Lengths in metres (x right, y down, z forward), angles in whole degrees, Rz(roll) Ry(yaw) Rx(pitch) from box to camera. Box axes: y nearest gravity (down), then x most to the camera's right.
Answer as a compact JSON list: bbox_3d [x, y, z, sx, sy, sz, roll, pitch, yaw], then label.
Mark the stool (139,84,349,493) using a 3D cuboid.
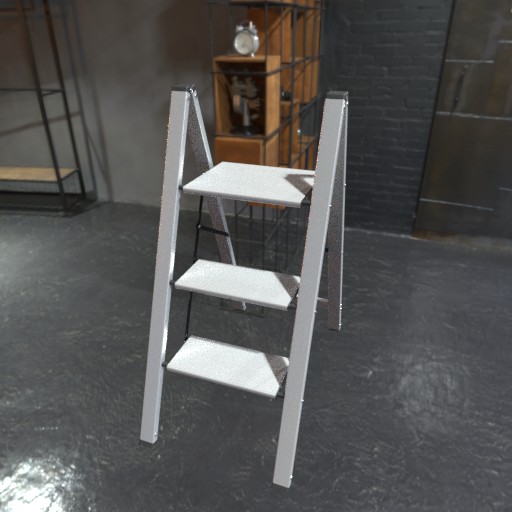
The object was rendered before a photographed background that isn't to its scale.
[{"bbox_3d":[0.000,0.000,1.268,0.441,0.902,0.730,9,29,18],"label":"stool"}]
